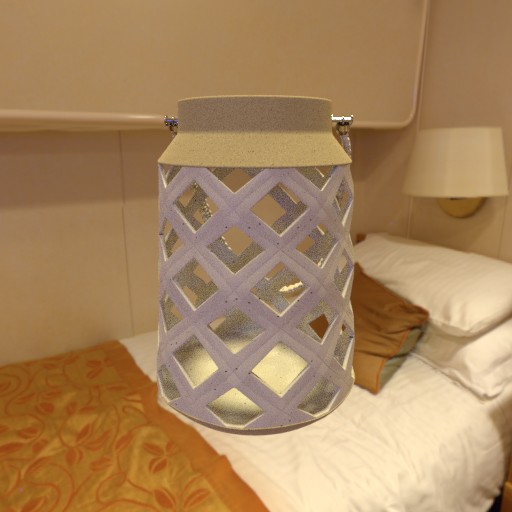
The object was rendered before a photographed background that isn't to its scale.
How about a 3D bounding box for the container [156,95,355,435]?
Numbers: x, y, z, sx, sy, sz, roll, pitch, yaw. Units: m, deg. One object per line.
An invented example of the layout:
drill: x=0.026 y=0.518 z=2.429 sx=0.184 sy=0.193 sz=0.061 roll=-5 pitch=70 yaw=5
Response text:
container: x=0.000 y=0.000 z=0.402 sx=0.188 sy=0.264 sz=0.198 roll=3 pitch=16 yaw=9
